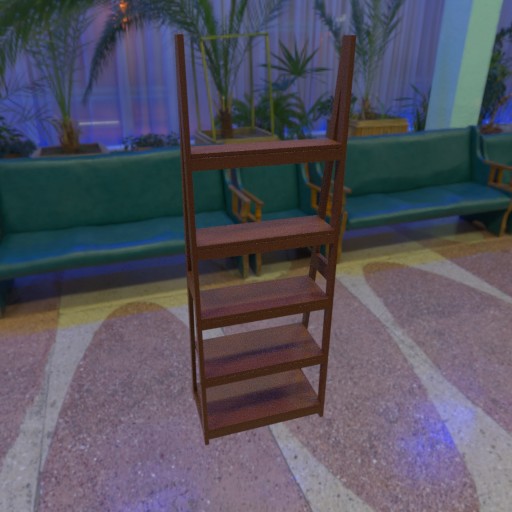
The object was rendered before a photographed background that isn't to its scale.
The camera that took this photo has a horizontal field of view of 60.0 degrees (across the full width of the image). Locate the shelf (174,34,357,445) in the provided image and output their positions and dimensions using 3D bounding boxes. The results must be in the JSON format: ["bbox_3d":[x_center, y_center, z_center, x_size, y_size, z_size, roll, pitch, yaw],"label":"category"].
[{"bbox_3d":[0.000,0.000,1.997,0.630,1.780,0.356,-8,27,-16],"label":"shelf"}]
